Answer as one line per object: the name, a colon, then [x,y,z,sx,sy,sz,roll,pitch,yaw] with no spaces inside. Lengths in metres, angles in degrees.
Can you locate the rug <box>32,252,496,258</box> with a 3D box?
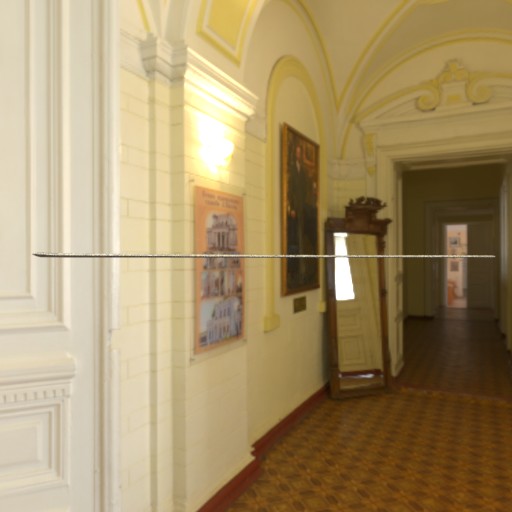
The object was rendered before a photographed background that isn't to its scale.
rug: [0.000,0.000,2.927,2.447,0.021,1.527,0,0,-19]
